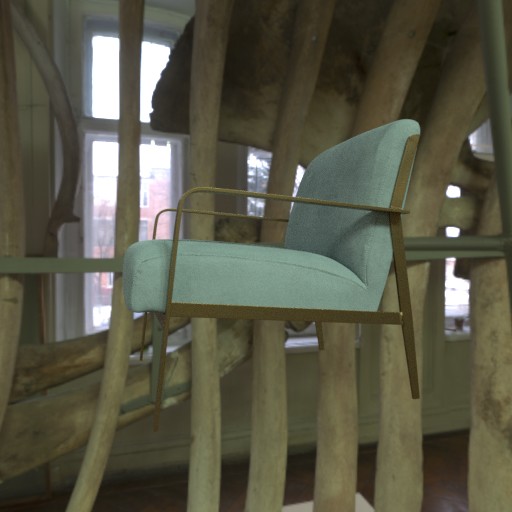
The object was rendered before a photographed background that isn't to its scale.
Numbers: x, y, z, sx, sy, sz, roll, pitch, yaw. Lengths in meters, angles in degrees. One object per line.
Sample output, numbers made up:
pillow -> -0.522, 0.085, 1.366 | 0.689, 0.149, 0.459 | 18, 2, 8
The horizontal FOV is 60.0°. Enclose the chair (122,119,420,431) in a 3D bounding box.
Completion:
chair -> 0.000, 0.000, 1.464 | 0.842, 0.824, 0.701 | 0, 2, -17
